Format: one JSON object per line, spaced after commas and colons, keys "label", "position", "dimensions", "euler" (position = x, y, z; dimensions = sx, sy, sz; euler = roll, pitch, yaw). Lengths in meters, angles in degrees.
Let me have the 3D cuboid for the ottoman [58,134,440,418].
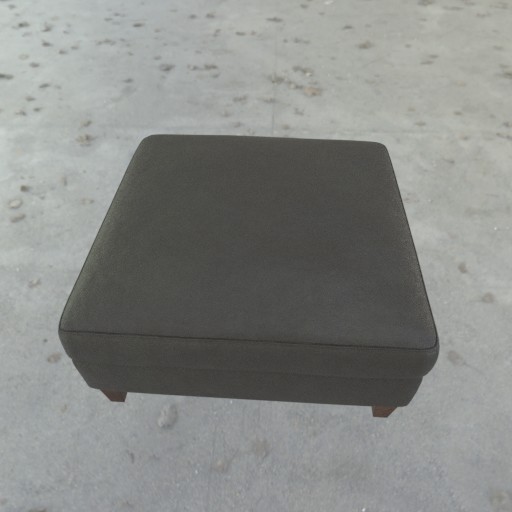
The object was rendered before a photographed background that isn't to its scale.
{"label": "ottoman", "position": [0.000, 0.000, 1.311], "dimensions": [0.836, 0.415, 0.844], "euler": [3, 46, 2]}
